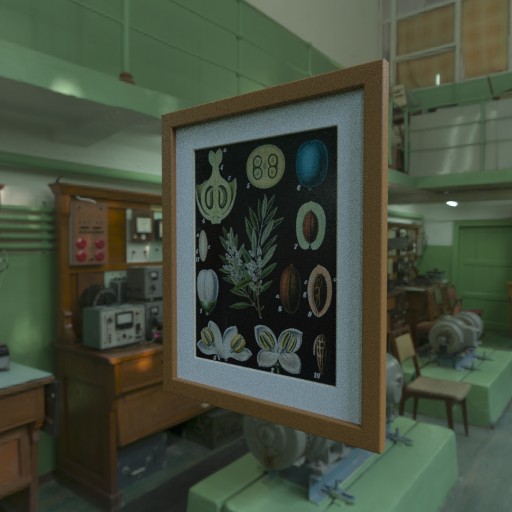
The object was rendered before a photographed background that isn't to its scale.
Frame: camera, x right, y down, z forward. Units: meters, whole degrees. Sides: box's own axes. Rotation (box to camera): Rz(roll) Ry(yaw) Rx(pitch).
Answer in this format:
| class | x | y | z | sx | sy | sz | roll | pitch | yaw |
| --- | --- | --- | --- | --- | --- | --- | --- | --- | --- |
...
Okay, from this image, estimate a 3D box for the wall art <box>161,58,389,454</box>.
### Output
| class | x | y | z | sx | sy | sz | roll | pitch | yaw |
| --- | --- | --- | --- | --- | --- | --- | --- | --- | --- |
| wall art | 0.000 | 0.000 | 0.755 | 0.449 | 0.550 | 0.021 | 1 | 2 | 36 |
